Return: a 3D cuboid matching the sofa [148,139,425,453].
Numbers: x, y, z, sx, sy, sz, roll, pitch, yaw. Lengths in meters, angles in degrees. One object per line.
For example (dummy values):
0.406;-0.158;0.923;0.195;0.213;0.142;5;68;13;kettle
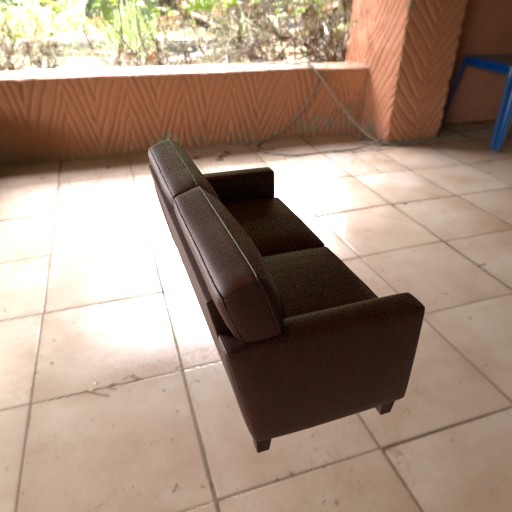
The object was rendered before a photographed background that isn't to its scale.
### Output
0.000;0.000;2.487;0.912;0.928;1.876;-10;32;-16;sofa
